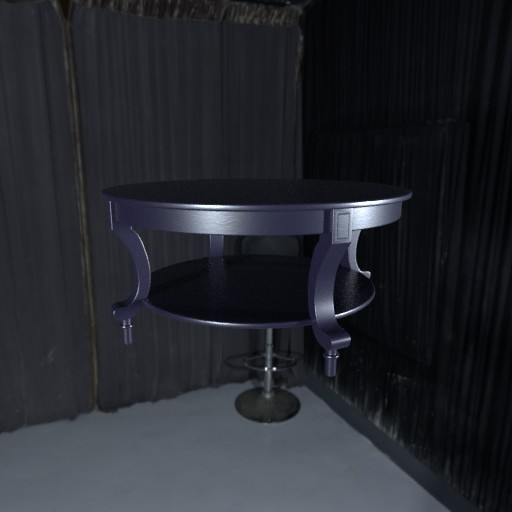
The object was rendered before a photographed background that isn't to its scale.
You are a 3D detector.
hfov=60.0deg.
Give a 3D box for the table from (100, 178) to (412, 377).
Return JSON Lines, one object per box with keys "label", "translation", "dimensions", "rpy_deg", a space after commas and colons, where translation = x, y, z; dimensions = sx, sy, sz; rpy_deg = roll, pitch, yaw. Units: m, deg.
{"label": "table", "translation": [0.000, 0.000, 1.598], "dimensions": [1.029, 0.491, 1.029], "rpy_deg": [0, 13, 0]}
